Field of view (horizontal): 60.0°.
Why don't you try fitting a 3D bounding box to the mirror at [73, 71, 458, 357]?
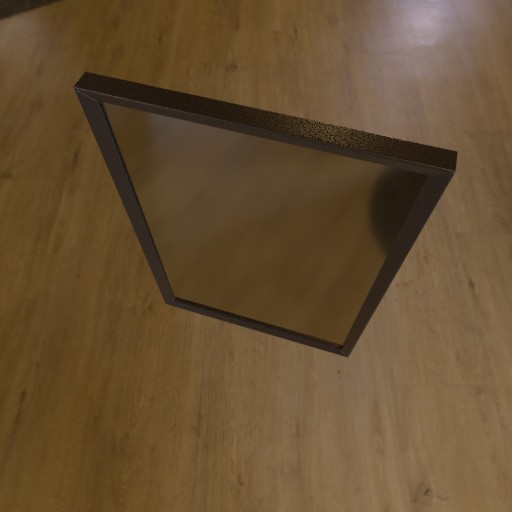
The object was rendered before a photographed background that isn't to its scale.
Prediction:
[{"bbox_3d":[0.000,0.000,0.877,0.507,0.710,0.039,15,61,9],"label":"mirror"}]
